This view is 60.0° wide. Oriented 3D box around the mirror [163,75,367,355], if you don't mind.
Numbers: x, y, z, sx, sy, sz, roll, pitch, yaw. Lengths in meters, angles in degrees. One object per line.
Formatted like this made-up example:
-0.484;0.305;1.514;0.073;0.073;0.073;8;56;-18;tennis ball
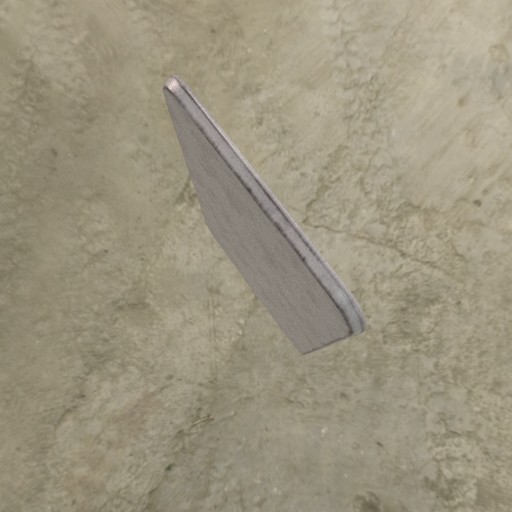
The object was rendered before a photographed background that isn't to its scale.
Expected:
0.000;0.000;0.913;0.024;0.713;0.461;-35;78;-9;mirror
